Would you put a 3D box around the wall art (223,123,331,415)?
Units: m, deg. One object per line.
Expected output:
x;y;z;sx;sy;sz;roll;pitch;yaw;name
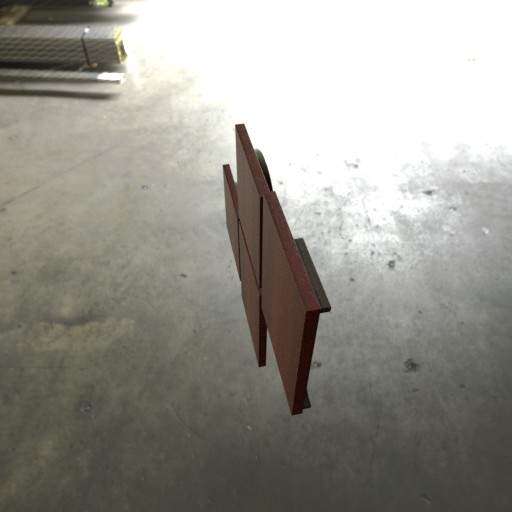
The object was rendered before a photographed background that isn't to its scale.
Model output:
0.000;0.000;0.853;0.030;0.497;0.635;-9;47;-8;wall art
